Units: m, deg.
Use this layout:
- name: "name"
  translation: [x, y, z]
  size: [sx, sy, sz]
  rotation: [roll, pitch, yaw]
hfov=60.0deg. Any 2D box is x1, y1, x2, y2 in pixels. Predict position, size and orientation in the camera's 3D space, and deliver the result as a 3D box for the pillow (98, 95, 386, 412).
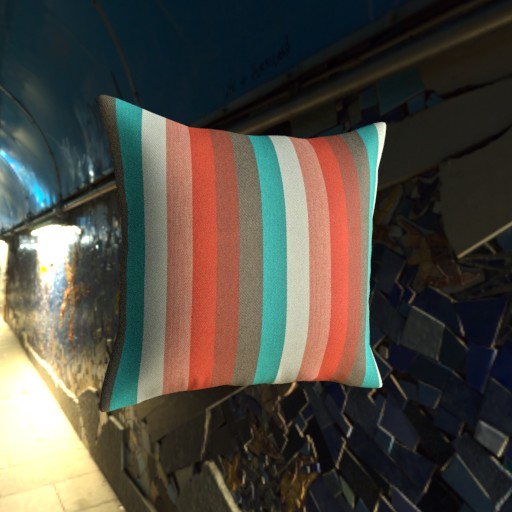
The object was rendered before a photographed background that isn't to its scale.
- name: "pillow"
  translation: [0.000, 0.000, 0.676]
  size: [0.453, 0.443, 0.168]
  rotation: [0, 1, -18]
